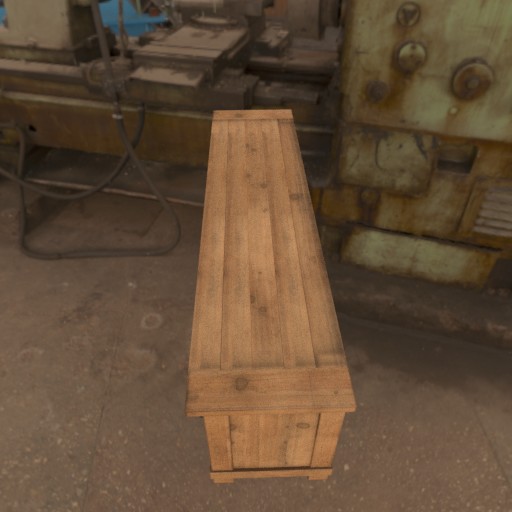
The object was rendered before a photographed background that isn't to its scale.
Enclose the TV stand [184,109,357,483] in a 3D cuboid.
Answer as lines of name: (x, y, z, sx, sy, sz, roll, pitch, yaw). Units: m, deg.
TV stand: (0.000, 0.000, 1.972, 0.453, 0.573, 1.804, -1, 41, -1)
